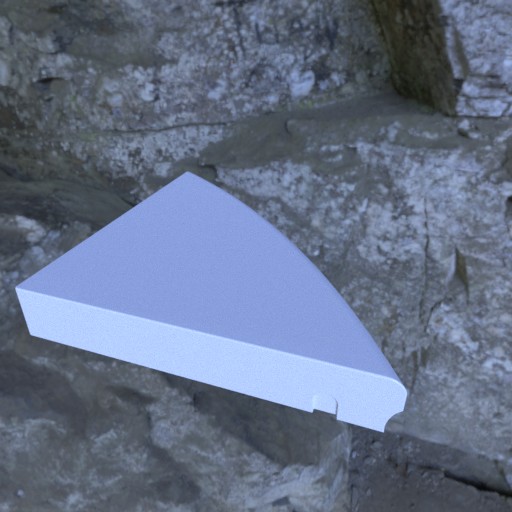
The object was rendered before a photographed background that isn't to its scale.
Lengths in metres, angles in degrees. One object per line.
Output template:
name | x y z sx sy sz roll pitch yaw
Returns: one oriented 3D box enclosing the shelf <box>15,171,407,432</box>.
shelf | 0.000 0.000 0.455 0.310 0.050 0.310 10 32 17
